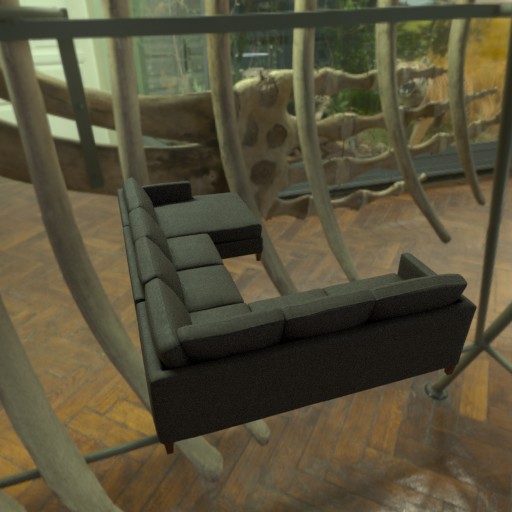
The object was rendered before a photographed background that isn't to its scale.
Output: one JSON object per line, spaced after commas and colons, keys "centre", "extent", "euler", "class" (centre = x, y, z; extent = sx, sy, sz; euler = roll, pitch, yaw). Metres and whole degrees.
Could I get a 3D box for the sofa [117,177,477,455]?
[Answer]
{"centre": [0.000, 0.000, 4.667], "extent": [2.594, 0.961, 3.460], "euler": [-10, 32, -16], "class": "sofa"}
